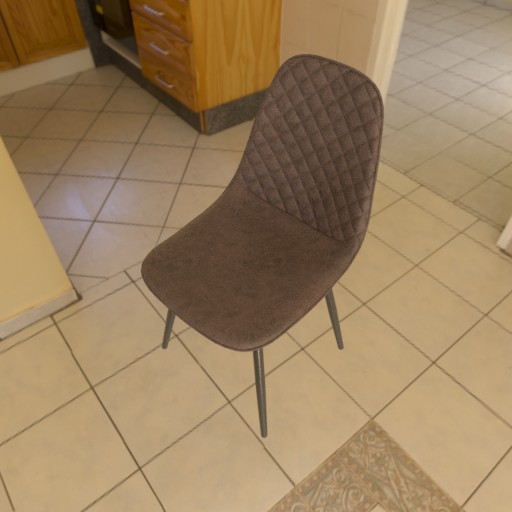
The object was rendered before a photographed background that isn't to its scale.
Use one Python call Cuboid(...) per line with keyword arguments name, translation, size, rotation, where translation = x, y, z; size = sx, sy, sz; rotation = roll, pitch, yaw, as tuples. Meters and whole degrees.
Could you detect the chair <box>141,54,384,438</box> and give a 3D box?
Cuboid(name="chair", translation=(0.000, 0.000, 1.209), size=(0.472, 0.889, 0.561), rotation=(33, 55, 27))
